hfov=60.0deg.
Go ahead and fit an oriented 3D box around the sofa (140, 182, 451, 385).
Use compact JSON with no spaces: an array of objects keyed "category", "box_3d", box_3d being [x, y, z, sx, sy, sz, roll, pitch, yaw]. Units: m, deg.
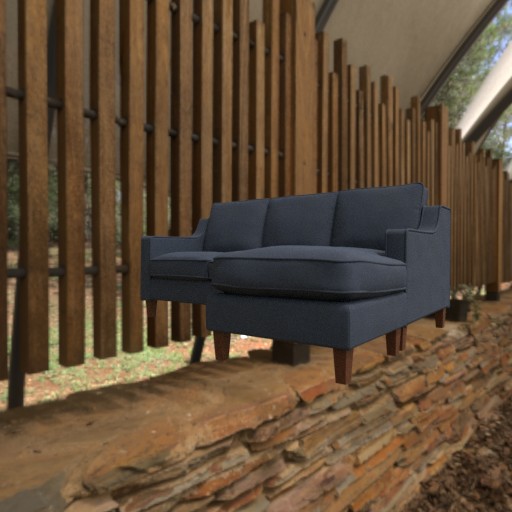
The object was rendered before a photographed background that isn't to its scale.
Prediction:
[{"category":"sofa","box_3d":[0.000,0.000,3.227,2.317,1.066,1.858,1,1,36]}]
